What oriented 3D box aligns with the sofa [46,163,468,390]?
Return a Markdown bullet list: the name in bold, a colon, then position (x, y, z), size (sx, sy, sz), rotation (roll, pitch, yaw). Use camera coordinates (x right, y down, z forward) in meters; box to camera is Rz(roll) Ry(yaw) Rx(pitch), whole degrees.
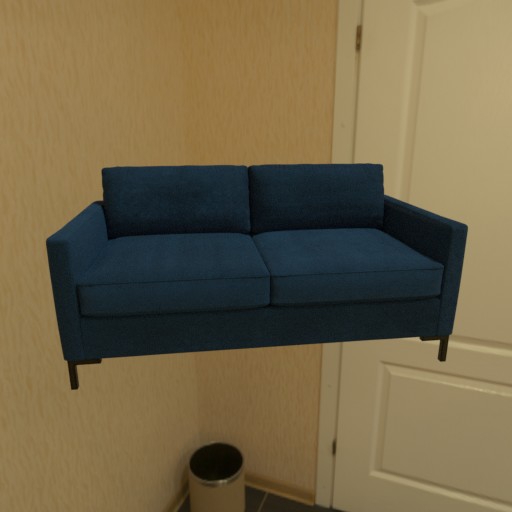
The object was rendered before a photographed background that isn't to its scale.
- **sofa**: position (0.000, 0.000, 2.145), size (1.676, 0.817, 0.875), rotation (-2, 17, -8)
